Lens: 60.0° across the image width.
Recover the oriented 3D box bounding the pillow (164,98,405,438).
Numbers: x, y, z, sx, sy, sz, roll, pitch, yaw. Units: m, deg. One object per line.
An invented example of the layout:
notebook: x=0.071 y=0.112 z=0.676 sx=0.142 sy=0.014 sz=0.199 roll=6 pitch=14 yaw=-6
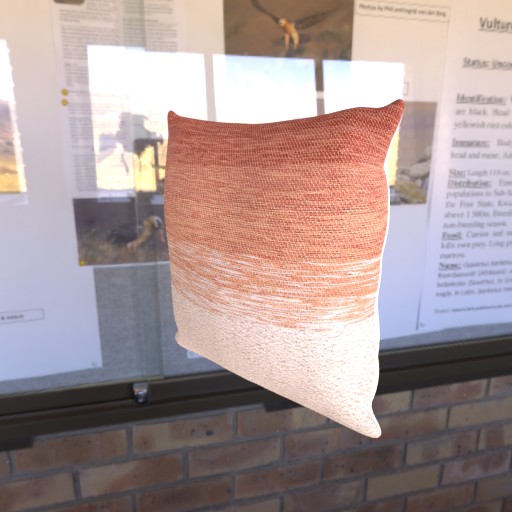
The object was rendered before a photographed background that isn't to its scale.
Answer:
pillow: x=0.000 y=0.000 z=0.675 sx=0.440 sy=0.441 sz=0.182 roll=13 pitch=20 yaw=42
